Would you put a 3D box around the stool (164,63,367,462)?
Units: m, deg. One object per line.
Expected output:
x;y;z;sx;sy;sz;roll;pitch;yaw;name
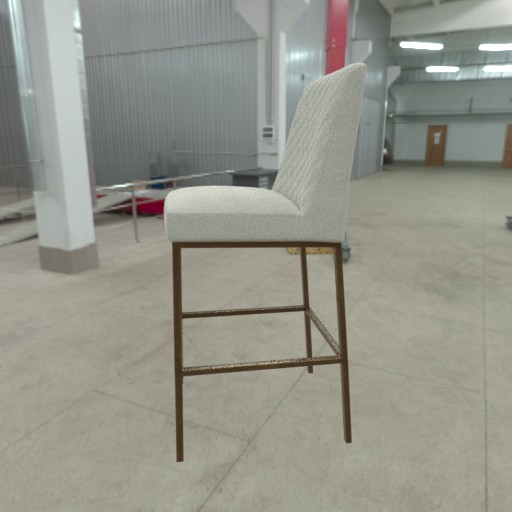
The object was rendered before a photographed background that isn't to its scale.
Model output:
0.000;0.000;1.380;0.546;1.084;0.462;-2;15;-9;stool
